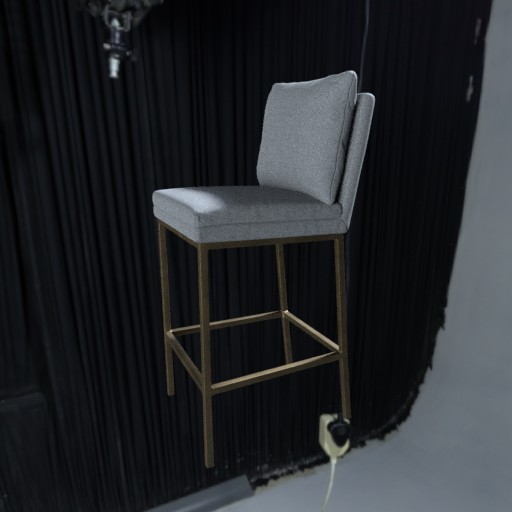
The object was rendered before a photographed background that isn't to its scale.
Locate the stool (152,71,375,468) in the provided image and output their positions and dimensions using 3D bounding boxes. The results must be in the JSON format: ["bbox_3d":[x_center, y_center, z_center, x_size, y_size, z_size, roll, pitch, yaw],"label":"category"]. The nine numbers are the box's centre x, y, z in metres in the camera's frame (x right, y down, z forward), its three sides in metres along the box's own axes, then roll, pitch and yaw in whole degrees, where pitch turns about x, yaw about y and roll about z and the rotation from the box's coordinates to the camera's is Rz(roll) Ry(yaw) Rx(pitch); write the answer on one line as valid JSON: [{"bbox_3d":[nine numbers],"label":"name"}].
[{"bbox_3d":[0.000,0.000,1.470,0.569,1.130,0.463,-7,16,-25],"label":"stool"}]
